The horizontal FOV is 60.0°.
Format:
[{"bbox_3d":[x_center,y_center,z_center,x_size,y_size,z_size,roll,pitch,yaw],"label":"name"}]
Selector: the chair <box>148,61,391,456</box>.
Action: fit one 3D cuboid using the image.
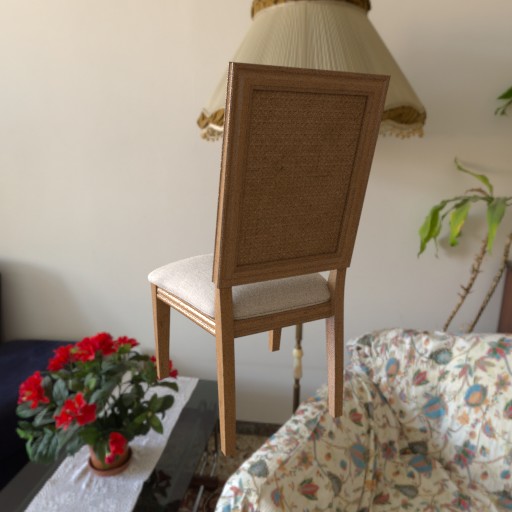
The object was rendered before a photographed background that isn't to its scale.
[{"bbox_3d":[0.000,0.000,1.346,0.536,0.988,0.601,-8,17,-26],"label":"chair"}]
